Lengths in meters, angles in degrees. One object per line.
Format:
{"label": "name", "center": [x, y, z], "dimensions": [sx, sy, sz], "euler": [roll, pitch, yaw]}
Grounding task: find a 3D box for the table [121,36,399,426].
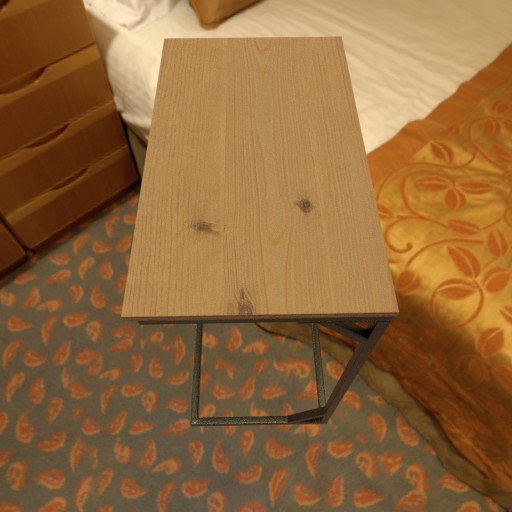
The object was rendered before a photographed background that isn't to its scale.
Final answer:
{"label": "table", "center": [0.000, 0.000, 1.001], "dimensions": [0.351, 0.673, 0.597], "euler": [-1, 58, -1]}
